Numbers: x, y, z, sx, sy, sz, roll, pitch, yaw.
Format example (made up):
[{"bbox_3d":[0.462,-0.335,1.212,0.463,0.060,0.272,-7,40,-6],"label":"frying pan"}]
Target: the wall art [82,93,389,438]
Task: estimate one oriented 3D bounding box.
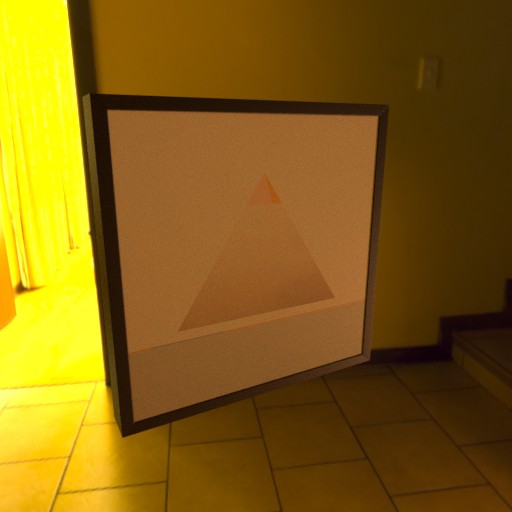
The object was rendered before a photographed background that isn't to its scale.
[{"bbox_3d":[0.000,0.000,0.458,0.304,0.303,0.037,-8,18,-28],"label":"wall art"}]
